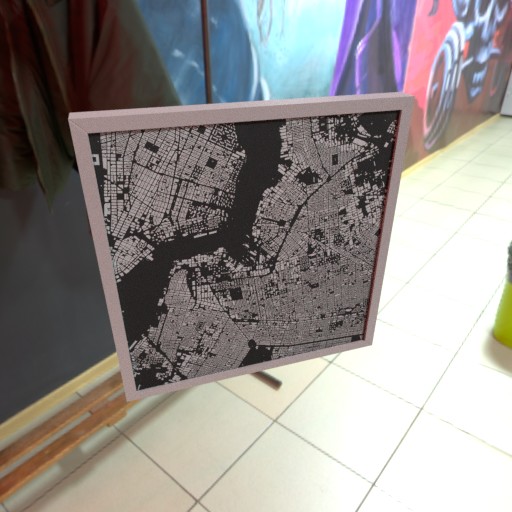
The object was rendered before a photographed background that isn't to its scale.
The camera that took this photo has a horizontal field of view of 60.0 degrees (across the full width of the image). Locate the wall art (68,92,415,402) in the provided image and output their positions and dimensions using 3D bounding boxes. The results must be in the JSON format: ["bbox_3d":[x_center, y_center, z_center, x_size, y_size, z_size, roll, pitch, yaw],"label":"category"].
[{"bbox_3d":[0.000,0.000,0.764,0.506,0.506,0.038,-9,31,-15],"label":"wall art"}]
